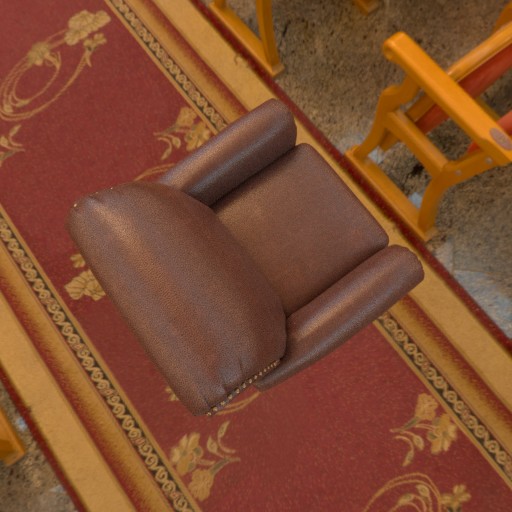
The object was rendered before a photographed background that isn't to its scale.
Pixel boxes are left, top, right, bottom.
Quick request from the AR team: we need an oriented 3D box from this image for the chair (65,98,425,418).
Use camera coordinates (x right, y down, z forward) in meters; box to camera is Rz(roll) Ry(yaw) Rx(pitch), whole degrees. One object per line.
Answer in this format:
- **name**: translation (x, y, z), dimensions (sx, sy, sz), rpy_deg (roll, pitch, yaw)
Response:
- **chair**: translation (0.000, 0.000, 1.605), dimensions (0.890, 0.927, 0.854), rpy_deg (-36, 78, -9)
